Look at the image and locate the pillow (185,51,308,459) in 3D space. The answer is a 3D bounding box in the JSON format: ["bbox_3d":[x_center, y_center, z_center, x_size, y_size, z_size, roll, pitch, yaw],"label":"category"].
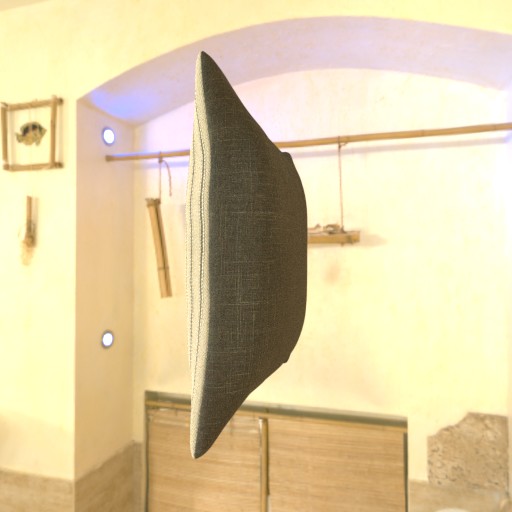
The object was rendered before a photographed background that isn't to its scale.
[{"bbox_3d":[0.000,0.000,0.703,0.138,0.444,0.468,0,-1,16],"label":"pillow"}]
